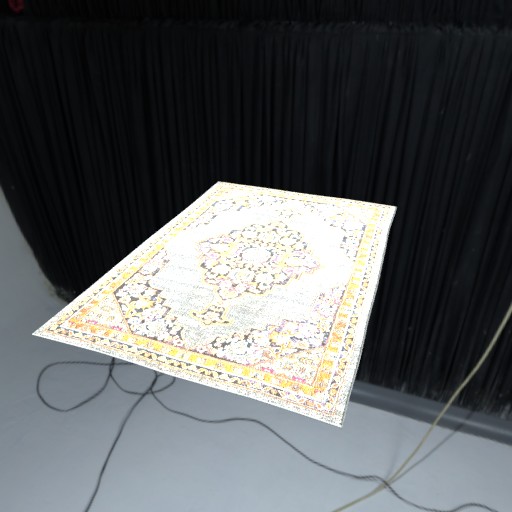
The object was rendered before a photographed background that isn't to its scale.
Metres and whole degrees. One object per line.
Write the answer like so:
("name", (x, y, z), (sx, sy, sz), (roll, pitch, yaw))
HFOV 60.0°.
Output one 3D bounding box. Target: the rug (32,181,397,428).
("rug", (0.000, 0.000, 3.741), (2.043, 0.026, 2.901), (11, 32, 18))
